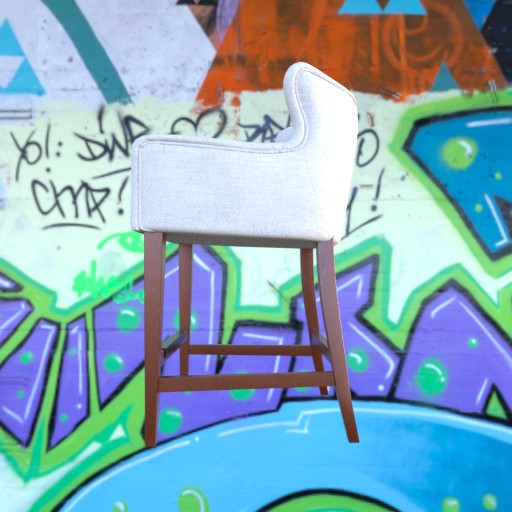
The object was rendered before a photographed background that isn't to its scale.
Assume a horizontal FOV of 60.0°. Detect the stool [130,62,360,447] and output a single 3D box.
[{"bbox_3d":[0.000,0.000,1.404,0.637,0.987,0.615,0,-2,0],"label":"stool"}]
